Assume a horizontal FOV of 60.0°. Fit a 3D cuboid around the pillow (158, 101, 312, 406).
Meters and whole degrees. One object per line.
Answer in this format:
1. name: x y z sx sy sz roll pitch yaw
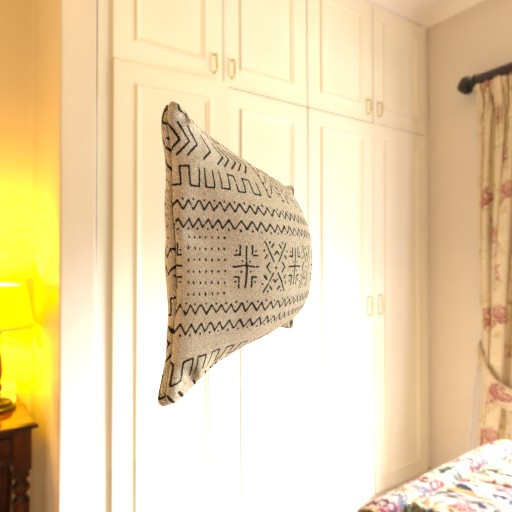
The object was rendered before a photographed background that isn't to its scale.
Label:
1. pillow: 0.000 0.000 0.801 0.188 0.352 0.637 0 -1 17
